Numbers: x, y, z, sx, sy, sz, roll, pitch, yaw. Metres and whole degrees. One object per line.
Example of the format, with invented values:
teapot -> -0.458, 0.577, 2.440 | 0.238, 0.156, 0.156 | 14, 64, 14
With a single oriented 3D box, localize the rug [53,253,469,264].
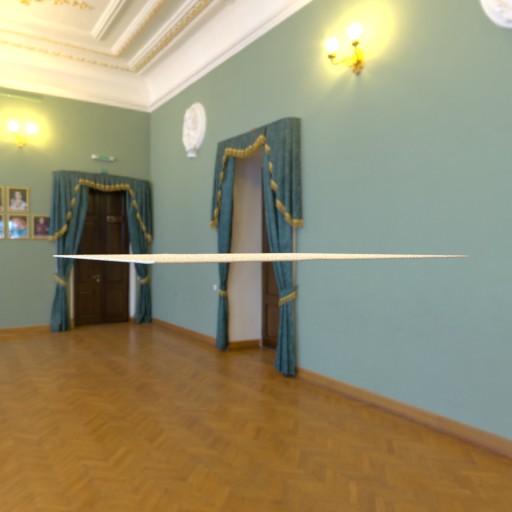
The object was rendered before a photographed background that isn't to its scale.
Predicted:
rug -> 0.000, 0.000, 4.093 | 3.009, 0.019, 2.423 | -1, 1, -36
